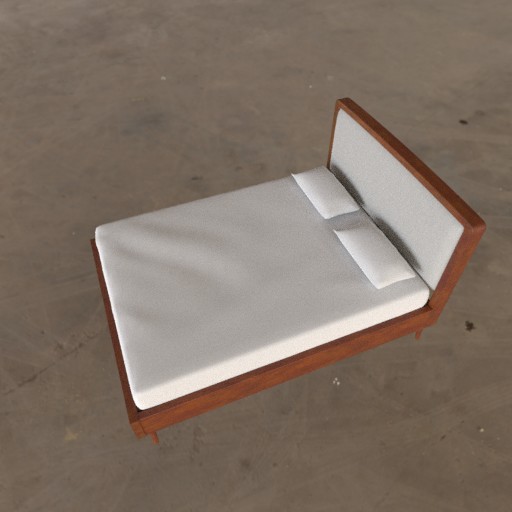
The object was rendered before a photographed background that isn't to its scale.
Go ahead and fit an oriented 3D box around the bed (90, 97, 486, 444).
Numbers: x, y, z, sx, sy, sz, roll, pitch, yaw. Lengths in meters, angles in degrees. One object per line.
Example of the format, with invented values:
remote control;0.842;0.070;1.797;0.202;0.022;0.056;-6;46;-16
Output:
bed;0.000;0.000;3.177;2.196;1.275;1.587;-17;50;-15
